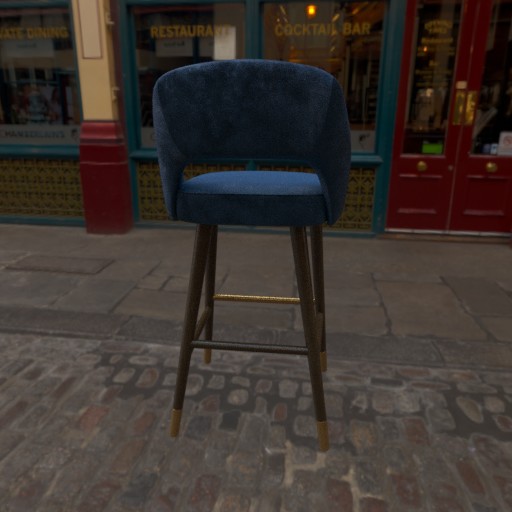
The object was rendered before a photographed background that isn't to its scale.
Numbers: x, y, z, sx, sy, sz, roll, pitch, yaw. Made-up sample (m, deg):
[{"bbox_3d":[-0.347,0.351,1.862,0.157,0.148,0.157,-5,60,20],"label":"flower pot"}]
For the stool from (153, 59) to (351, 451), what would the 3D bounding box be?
[{"bbox_3d":[0.000,0.000,1.317,0.514,1.016,0.515,2,16,7],"label":"stool"}]
